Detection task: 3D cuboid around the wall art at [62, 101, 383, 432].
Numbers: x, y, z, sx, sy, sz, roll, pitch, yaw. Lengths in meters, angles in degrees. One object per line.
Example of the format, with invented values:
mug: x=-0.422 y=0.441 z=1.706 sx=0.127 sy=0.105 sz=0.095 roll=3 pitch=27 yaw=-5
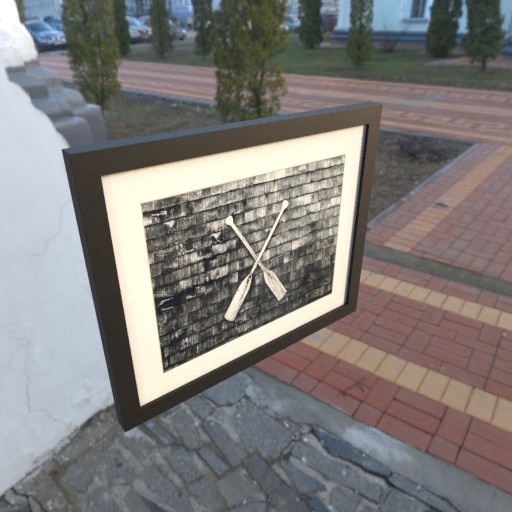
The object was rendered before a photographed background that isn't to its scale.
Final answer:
wall art: x=0.000 y=0.000 z=0.772 sx=0.558 sy=0.457 sz=0.029 roll=-20 pitch=34 yaw=-32
